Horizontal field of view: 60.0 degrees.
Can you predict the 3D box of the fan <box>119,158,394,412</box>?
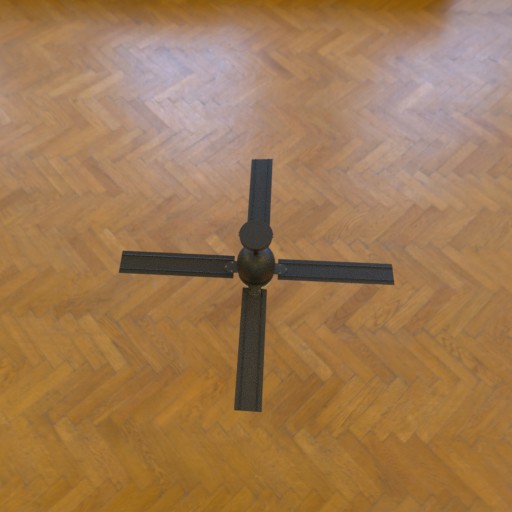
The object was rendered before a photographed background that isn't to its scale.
[{"bbox_3d":[0.000,0.000,2.023,1.319,0.410,1.319,1,64,1],"label":"fan"}]
